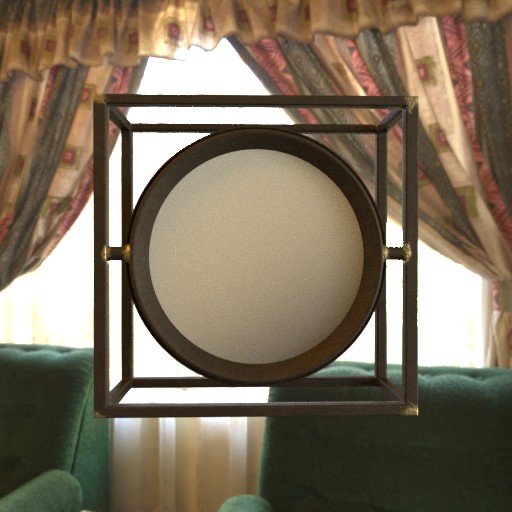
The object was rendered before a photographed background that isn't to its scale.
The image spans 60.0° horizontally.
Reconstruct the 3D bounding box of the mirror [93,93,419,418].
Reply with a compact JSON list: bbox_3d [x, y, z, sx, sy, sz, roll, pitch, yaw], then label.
[{"bbox_3d":[0.000,0.000,0.467,0.306,0.303,0.107,0,0,-1],"label":"mirror"}]
